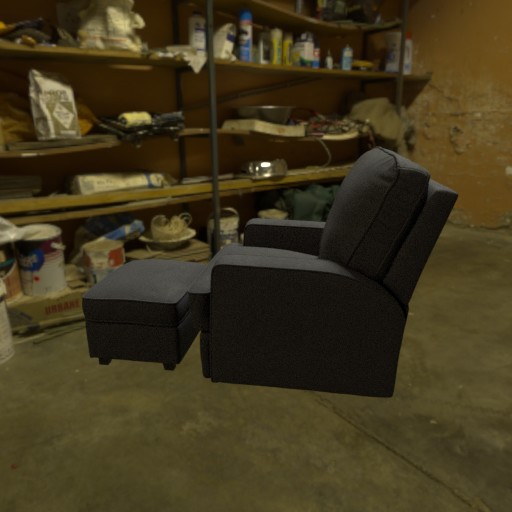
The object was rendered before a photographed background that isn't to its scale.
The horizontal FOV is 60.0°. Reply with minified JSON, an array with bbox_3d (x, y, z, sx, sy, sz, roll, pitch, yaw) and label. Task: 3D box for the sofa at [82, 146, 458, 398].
[{"bbox_3d":[0.000,0.000,2.020,1.472,0.959,0.861,2,17,8],"label":"sofa"}]
